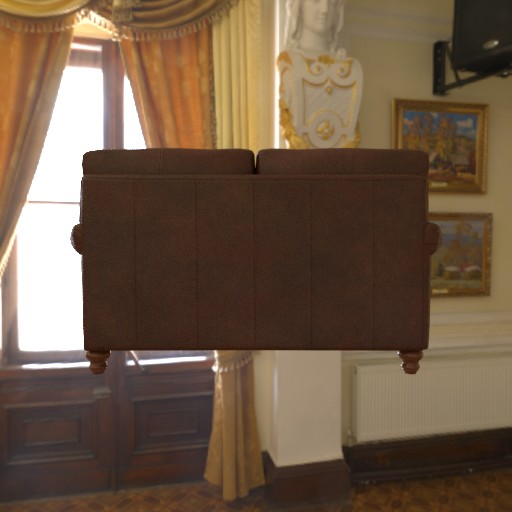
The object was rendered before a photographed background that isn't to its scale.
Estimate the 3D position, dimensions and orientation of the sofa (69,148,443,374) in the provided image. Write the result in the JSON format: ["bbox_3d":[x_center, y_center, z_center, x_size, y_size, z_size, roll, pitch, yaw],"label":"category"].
[{"bbox_3d":[0.000,0.000,2.291,1.616,0.976,0.990,0,1,0],"label":"sofa"}]
